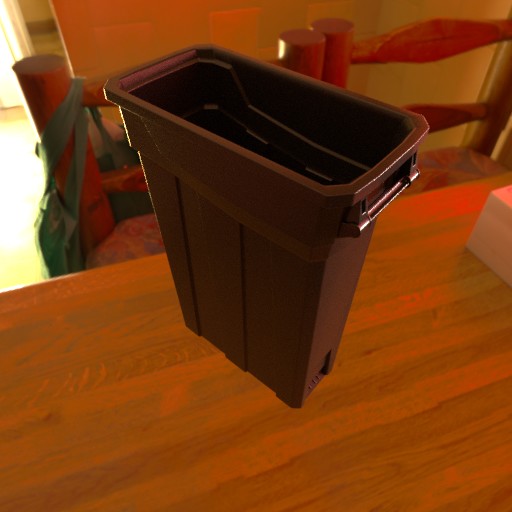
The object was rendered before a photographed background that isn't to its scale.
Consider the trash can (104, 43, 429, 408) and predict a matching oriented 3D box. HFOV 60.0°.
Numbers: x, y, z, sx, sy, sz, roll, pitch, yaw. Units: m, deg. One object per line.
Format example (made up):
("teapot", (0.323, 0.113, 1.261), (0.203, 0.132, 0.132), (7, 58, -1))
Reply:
("trash can", (0.000, 0.000, 1.035), (0.559, 0.762, 0.281), (31, 53, 27))
